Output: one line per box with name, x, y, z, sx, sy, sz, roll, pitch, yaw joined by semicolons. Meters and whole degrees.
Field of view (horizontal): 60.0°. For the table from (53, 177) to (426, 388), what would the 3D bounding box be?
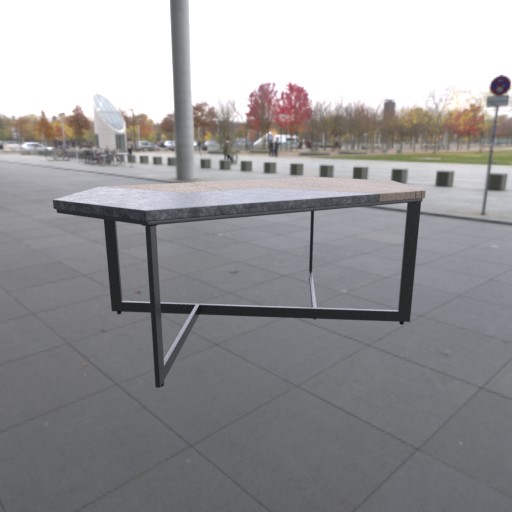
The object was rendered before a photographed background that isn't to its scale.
table;0.000;0.000;1.507;1.219;0.457;0.609;-8;16;-27
